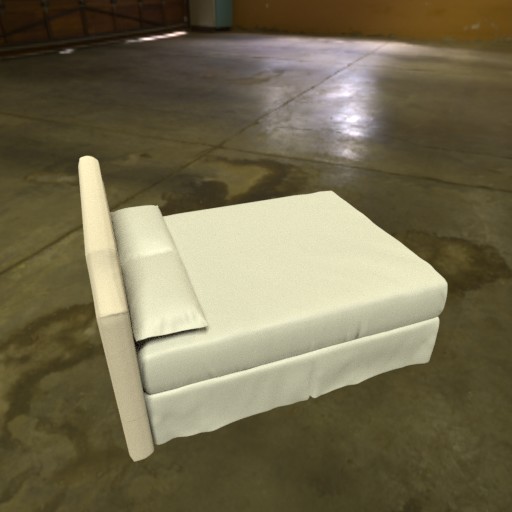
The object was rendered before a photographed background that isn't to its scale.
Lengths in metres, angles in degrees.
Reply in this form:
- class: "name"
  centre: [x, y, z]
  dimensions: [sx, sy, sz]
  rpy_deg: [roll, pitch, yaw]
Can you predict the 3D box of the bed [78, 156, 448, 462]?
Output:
- class: "bed"
  centre: [0.000, 0.000, 3.206]
  dimensions: [2.164, 1.297, 1.828]
  rpy_deg: [-11, 33, -17]
